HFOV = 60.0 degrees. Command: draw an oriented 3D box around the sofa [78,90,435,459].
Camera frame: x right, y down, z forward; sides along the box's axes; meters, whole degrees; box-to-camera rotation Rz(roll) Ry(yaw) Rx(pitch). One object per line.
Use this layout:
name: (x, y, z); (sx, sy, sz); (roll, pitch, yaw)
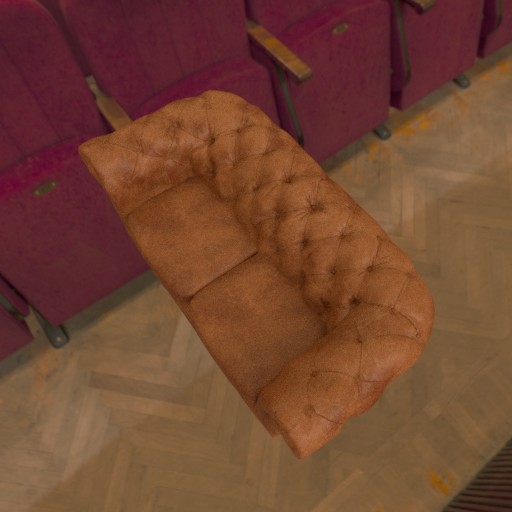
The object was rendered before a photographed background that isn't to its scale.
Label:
sofa: (0.000, 0.000, 2.529); (1.042, 0.877, 1.979); (-33, 67, -16)
